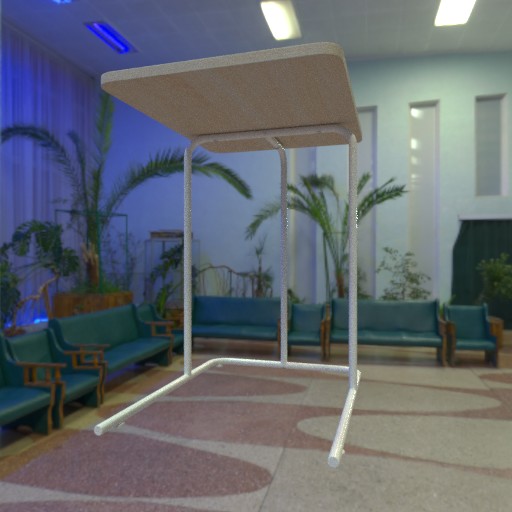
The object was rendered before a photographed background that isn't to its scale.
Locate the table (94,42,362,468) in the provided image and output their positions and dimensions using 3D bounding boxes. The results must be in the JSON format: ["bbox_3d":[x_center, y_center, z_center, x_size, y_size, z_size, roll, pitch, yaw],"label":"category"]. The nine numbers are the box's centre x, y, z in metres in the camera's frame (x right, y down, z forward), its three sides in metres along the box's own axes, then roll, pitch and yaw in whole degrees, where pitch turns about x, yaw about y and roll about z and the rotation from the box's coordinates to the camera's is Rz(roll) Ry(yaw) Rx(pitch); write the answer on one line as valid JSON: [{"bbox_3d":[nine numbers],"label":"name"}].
[{"bbox_3d":[0.000,0.000,0.845,0.370,0.550,0.480,0,0,17],"label":"table"}]
